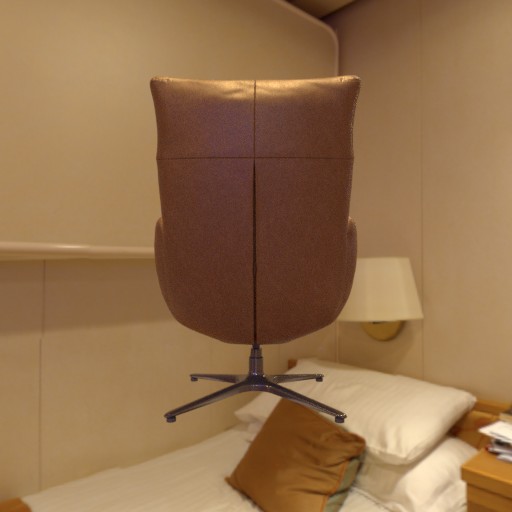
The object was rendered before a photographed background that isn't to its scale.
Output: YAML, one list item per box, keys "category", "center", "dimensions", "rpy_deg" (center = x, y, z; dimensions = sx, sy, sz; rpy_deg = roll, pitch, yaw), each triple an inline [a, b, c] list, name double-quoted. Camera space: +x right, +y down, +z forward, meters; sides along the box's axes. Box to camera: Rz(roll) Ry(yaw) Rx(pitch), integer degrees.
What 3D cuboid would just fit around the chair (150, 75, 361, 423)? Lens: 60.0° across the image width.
- category: "chair"
  center: [0.000, 0.000, 1.590]
  dimensions: [0.711, 1.027, 0.794]
  rpy_deg: [0, -1, 1]
